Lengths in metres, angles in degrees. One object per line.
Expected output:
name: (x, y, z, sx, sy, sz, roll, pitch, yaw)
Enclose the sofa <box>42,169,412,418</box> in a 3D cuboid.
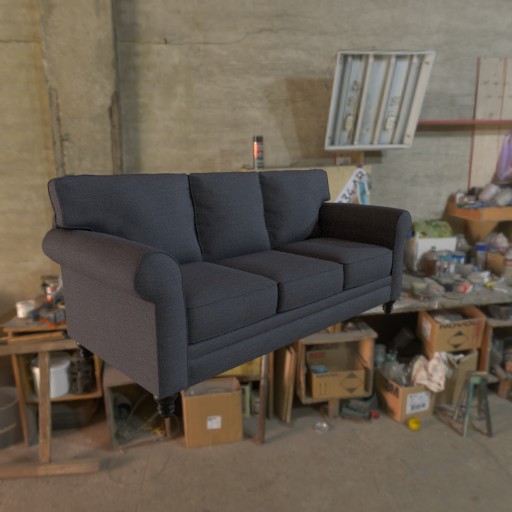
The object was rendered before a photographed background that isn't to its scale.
sofa: (0.000, 0.000, 2.585, 2.084, 0.966, 0.909, -12, 17, -43)
